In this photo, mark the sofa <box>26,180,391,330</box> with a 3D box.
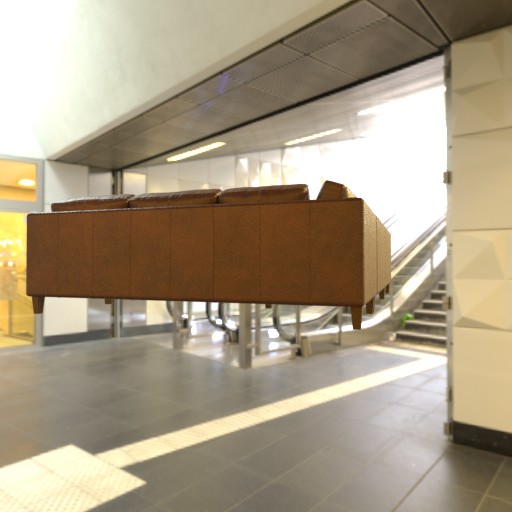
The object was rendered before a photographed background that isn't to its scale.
[{"bbox_3d":[0.000,0.000,4.433,2.452,0.891,3.324,0,-1,19],"label":"sofa"}]
